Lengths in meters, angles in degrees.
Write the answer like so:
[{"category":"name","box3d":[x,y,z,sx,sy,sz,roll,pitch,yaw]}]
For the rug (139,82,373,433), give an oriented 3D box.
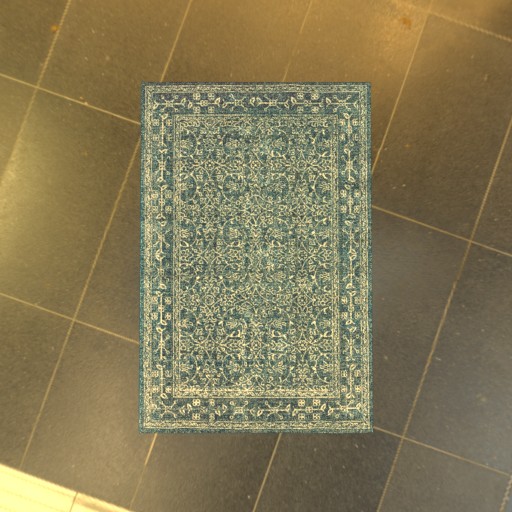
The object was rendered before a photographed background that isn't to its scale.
[{"category":"rug","box3d":[0.000,0.000,2.293,1.200,0.005,1.819,0,88,0]}]
